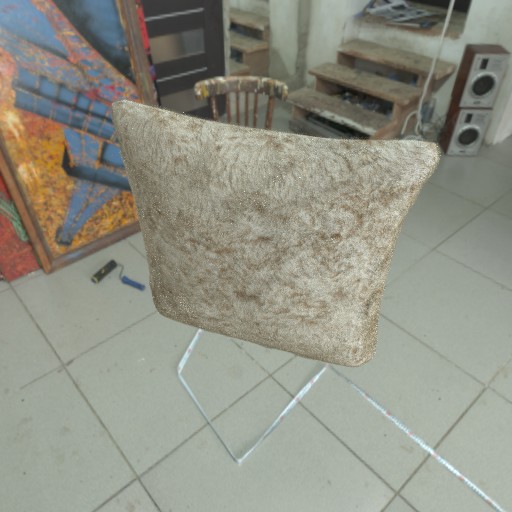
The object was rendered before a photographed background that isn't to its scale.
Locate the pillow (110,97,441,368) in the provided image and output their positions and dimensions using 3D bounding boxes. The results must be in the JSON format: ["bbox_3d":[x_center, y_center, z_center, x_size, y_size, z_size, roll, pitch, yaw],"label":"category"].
[{"bbox_3d":[0.000,0.000,0.831,0.538,0.525,0.216,13,42,14],"label":"pillow"}]
